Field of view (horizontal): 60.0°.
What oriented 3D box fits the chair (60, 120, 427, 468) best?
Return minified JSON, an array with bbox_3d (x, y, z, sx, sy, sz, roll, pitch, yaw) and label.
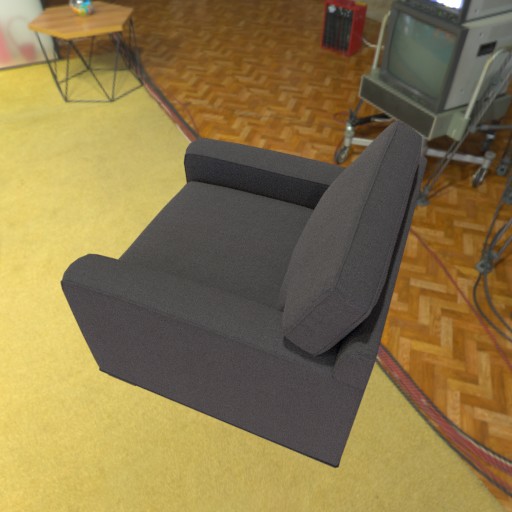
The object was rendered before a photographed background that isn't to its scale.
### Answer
[{"bbox_3d":[0.000,0.000,1.745,1.043,0.913,0.997,16,47,16],"label":"chair"}]
